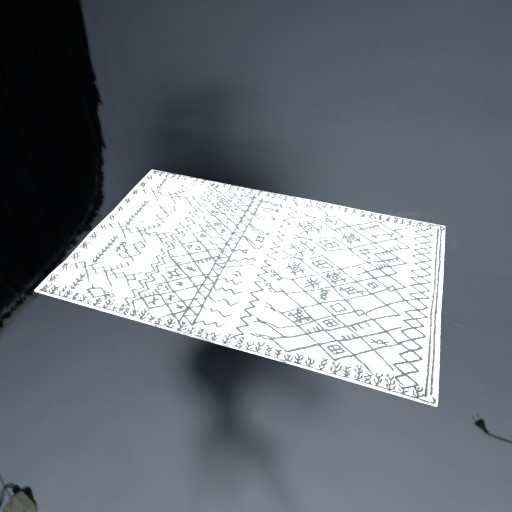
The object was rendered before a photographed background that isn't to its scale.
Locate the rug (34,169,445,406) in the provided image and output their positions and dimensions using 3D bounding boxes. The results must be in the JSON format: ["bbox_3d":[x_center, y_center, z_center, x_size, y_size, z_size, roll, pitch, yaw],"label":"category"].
[{"bbox_3d":[0.000,0.000,3.045,2.444,0.012,1.530,13,44,14],"label":"rug"}]
